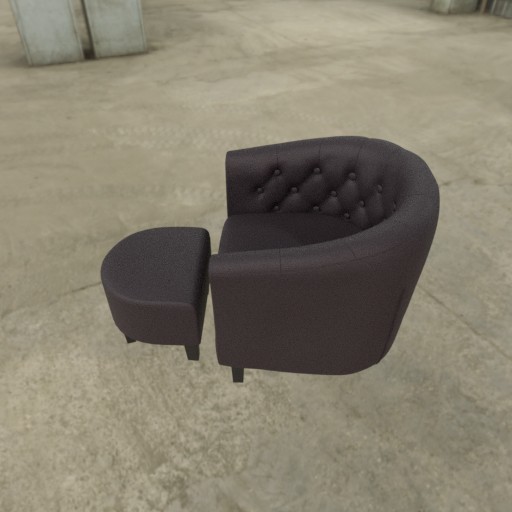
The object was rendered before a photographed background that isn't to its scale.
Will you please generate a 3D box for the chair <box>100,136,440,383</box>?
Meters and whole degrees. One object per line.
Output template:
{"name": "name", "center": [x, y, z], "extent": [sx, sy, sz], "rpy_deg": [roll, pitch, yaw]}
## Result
{"name": "chair", "center": [0.000, 0.000, 1.682], "extent": [1.191, 0.760, 0.763], "rpy_deg": [1, 40, 1]}
